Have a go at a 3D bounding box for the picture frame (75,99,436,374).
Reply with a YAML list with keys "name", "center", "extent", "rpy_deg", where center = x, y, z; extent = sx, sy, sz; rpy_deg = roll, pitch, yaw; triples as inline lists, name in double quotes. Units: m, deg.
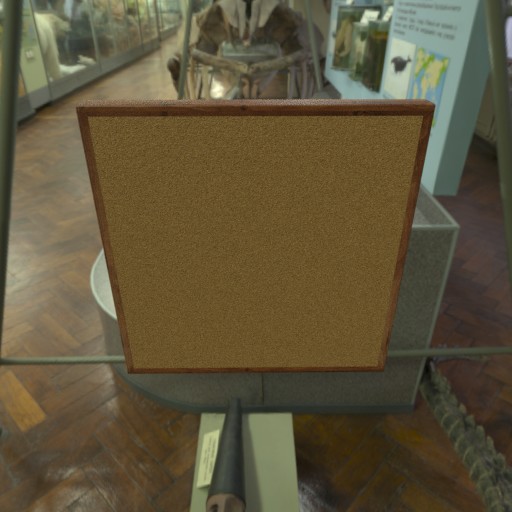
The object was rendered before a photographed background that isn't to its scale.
- name: "picture frame"
  center: [0.000, 0.000, 0.532]
  extent: [0.352, 0.356, 0.028]
  rpy_deg: [0, 30, -1]
